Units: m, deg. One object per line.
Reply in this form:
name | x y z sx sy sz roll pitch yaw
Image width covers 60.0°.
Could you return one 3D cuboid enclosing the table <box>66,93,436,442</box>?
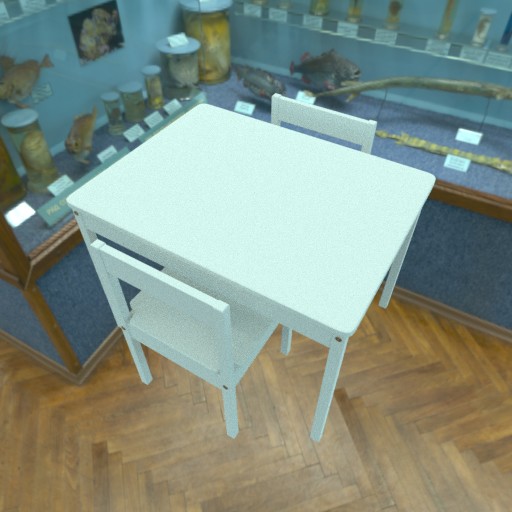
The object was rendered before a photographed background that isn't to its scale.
table | 0.000 0.000 1.114 0.650 0.503 0.672 24 51 21
